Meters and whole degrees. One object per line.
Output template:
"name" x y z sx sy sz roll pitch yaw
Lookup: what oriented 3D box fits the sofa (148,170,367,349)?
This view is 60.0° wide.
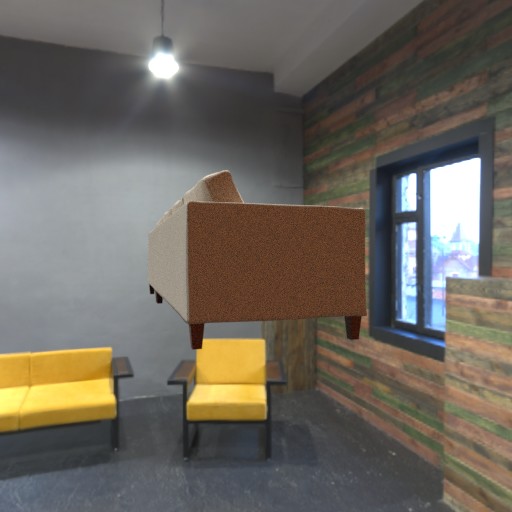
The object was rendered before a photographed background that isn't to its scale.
"sofa" 0.000 0.000 3.761 1.625 0.861 3.186 0 0 -17
